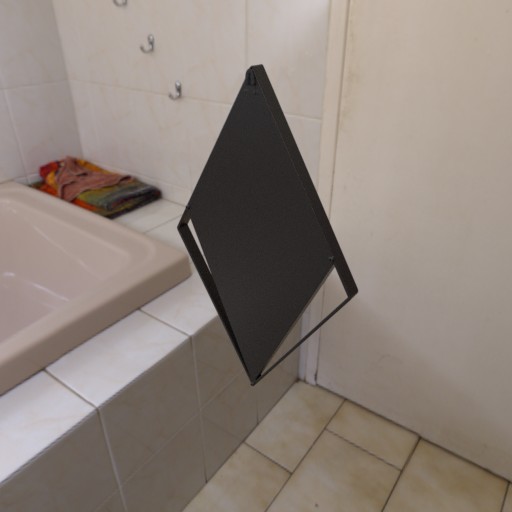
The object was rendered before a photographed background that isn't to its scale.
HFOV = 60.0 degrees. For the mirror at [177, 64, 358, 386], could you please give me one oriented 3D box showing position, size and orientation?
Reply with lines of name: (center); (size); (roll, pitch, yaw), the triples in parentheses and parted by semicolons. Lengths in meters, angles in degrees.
mirror: (0.000, 0.000, 0.852); (0.419, 0.679, 0.032); (22, 37, 33)
